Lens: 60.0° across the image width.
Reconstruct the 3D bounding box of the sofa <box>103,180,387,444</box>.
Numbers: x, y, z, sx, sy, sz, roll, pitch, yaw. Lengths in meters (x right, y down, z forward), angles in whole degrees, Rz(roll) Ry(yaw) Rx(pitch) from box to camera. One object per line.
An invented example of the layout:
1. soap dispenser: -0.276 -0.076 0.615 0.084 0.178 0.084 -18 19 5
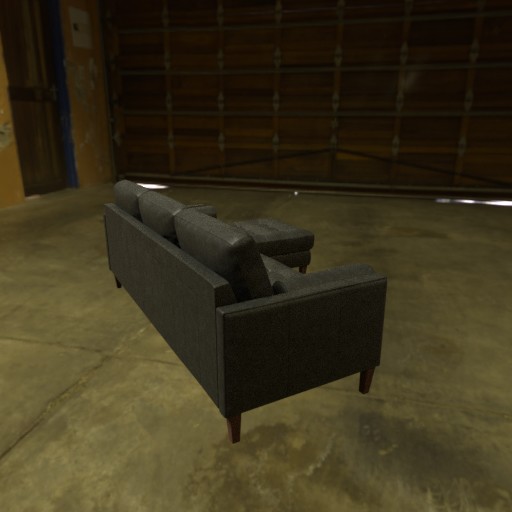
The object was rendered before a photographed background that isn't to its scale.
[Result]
1. sofa: 0.000 0.000 2.908 1.497 0.876 2.178 -9 19 -28
